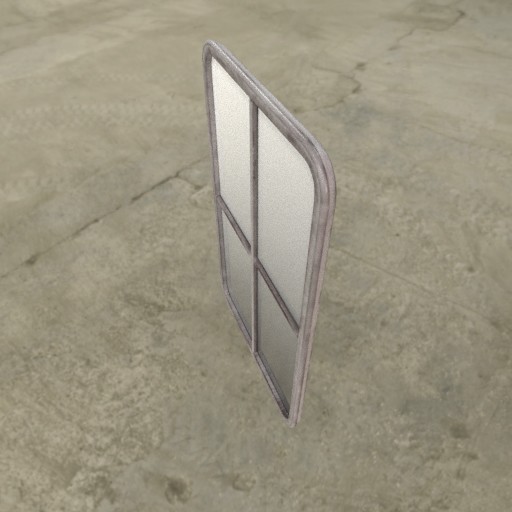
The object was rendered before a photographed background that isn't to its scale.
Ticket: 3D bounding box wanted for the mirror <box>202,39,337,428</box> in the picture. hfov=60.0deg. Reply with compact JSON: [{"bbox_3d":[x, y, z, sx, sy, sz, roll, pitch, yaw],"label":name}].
[{"bbox_3d":[0.000,0.000,0.887,0.024,0.713,0.461,-17,48,-16],"label":"mirror"}]
